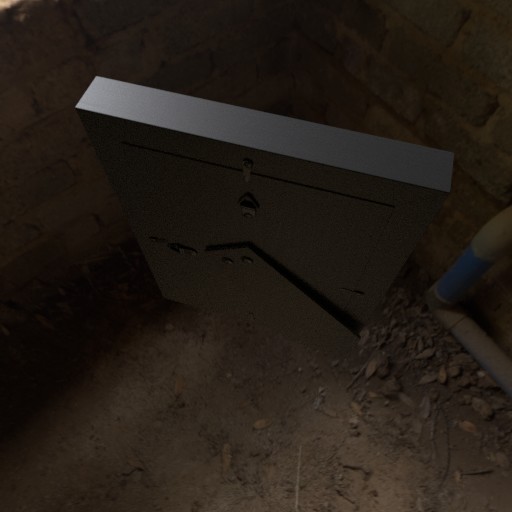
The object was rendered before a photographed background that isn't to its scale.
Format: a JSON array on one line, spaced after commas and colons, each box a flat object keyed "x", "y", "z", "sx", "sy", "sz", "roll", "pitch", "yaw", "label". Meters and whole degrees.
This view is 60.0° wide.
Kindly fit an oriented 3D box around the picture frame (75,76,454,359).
[{"x": 0.000, "y": 0.000, "z": 0.273, "sx": 0.157, "sy": 0.208, "sz": 0.028, "roll": 15, "pitch": 63, "yaw": 8, "label": "picture frame"}]
